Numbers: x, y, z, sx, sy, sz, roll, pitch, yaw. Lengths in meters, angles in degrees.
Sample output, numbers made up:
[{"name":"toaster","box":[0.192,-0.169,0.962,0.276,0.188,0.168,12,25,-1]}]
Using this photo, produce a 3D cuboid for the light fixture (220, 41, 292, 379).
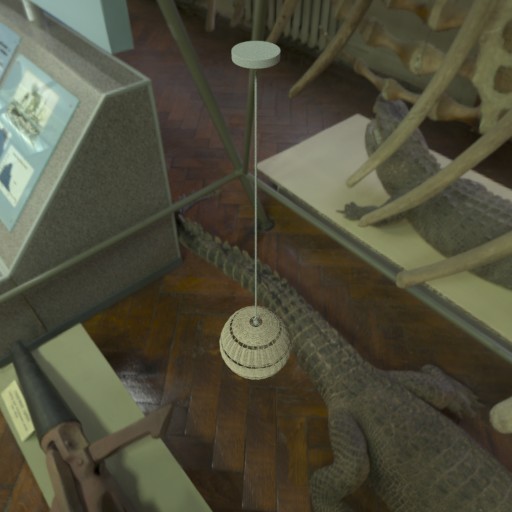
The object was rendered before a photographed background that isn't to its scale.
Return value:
[{"name":"light fixture","box":[0.000,0.000,2.238,0.457,2.019,0.457,-32,54,-27]}]
